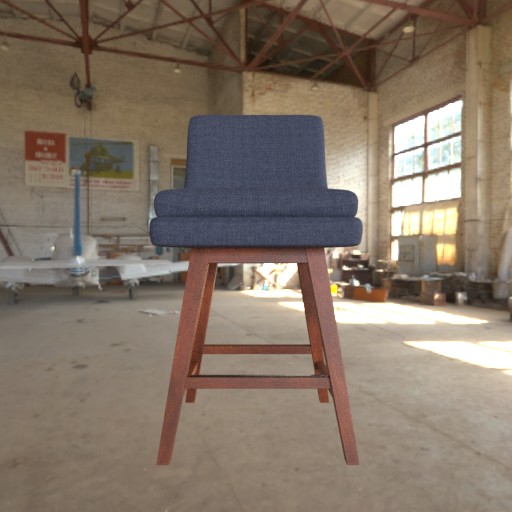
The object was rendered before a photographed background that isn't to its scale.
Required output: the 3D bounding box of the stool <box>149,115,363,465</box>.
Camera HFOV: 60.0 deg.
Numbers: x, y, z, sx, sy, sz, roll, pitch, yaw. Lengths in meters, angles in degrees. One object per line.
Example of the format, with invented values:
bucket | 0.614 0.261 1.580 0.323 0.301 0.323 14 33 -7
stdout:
stool | 0.000 0.000 1.190 0.467 0.895 0.524 0 1 0
